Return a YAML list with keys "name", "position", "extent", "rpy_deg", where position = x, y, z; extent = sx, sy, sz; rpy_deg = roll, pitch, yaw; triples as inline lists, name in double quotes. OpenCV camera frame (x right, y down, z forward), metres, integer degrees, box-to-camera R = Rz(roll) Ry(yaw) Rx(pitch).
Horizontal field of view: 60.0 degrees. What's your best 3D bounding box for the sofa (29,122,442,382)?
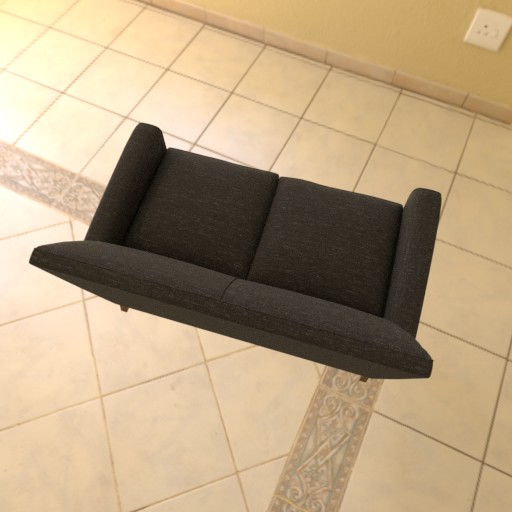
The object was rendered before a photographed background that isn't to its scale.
- name: "sofa"
  position: [0.000, 0.000, 1.955]
  extent: [1.420, 0.846, 0.875]
  rpy_deg: [15, 64, 7]
